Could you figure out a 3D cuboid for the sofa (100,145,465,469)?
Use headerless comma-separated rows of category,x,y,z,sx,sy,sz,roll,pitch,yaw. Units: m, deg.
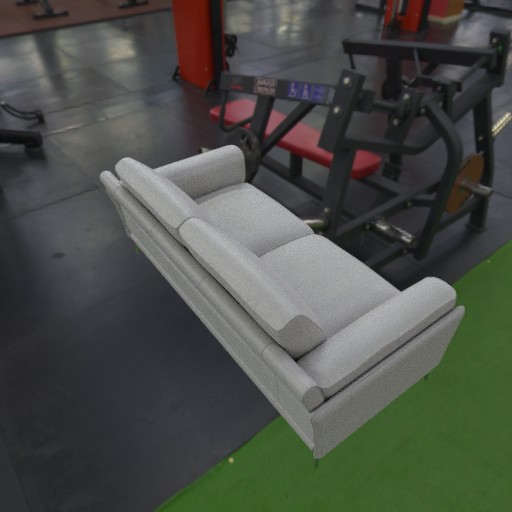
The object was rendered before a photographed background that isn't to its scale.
sofa,0.000,0.000,2.646,1.049,0.930,2.101,-25,46,-27
